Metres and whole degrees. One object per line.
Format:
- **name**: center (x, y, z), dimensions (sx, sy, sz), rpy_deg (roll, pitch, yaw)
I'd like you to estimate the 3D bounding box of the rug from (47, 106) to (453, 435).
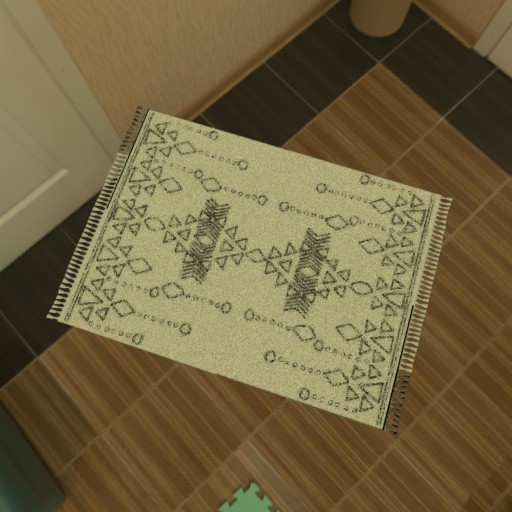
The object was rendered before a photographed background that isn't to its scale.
- **rug**: center (0.000, 0.000, 2.941), dimensions (2.312, 0.013, 1.600), rpy_deg (17, 77, 4)
